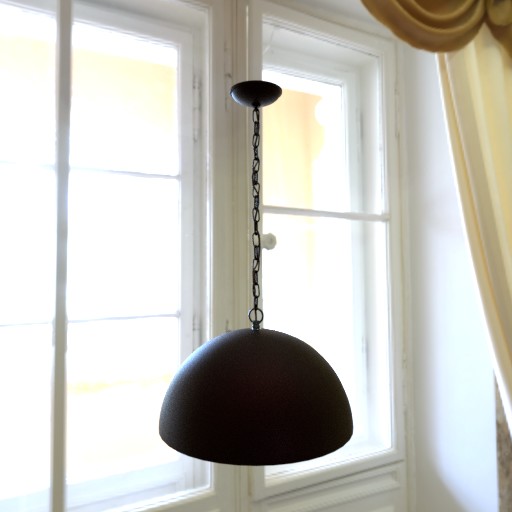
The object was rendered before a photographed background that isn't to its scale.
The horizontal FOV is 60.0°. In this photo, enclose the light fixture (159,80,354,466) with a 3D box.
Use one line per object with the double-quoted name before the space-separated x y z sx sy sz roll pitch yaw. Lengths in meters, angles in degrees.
"light fixture" 0.000 0.000 1.157 0.492 0.869 0.492 -1 -2 18
